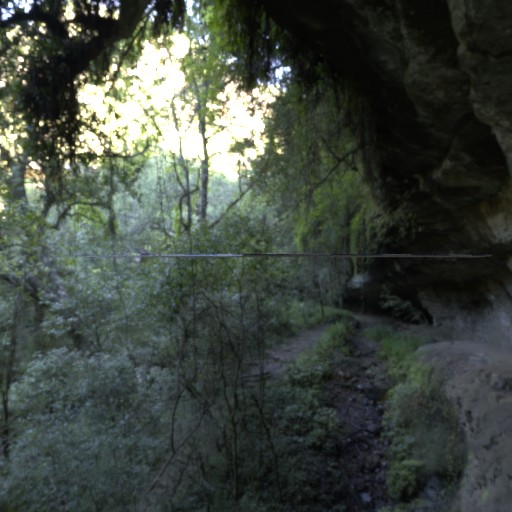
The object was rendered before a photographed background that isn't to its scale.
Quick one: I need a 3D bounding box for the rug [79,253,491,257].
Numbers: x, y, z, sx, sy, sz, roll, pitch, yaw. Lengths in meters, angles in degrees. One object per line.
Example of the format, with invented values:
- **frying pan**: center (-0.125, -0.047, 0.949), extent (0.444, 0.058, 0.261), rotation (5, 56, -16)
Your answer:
- **rug**: center (0.000, 0.000, 4.218), extent (2.443, 0.024, 3.228), rotation (0, 0, -36)
